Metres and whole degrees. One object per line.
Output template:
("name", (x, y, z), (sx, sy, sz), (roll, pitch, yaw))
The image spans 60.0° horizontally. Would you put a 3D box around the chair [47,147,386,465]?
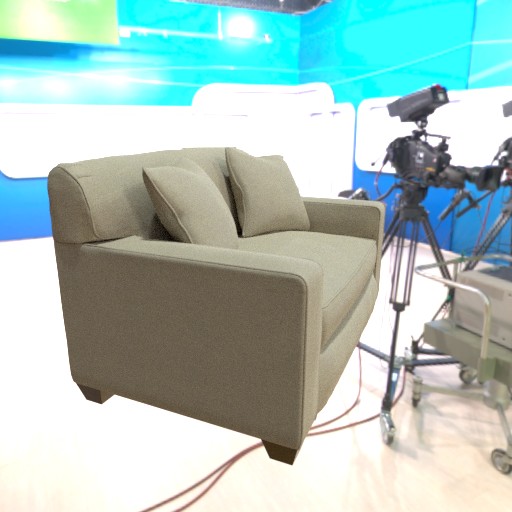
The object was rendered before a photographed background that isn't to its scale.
("chair", (0.000, 0.000, 2.026), (1.000, 0.948, 1.383), (7, 18, 23))
